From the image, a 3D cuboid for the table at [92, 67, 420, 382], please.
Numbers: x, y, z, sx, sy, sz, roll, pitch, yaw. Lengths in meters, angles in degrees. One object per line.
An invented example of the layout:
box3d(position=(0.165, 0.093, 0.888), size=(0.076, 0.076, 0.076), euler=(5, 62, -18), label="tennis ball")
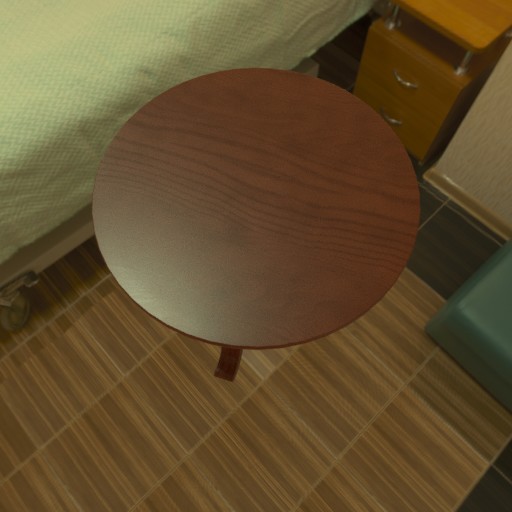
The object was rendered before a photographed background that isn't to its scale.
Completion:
box3d(position=(0.000, 0.000, 1.089), size=(0.597, 0.612, 0.597), euler=(0, 65, 0), label="table")
